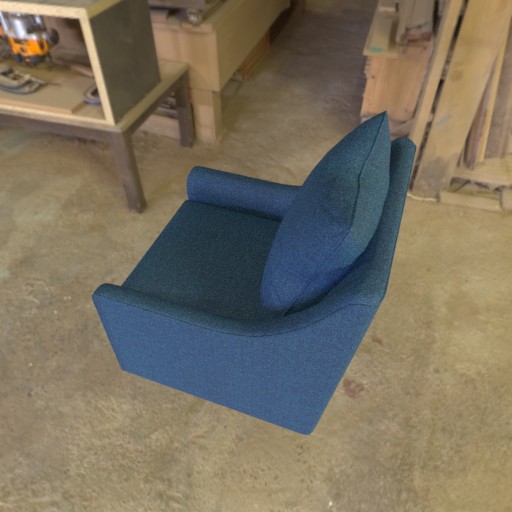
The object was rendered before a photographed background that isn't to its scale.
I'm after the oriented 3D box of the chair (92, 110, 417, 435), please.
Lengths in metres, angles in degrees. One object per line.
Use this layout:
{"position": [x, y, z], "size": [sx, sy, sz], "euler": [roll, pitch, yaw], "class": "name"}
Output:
{"position": [0.000, 0.000, 1.576], "size": [0.870, 0.939, 0.750], "euler": [15, 48, 14], "class": "chair"}
